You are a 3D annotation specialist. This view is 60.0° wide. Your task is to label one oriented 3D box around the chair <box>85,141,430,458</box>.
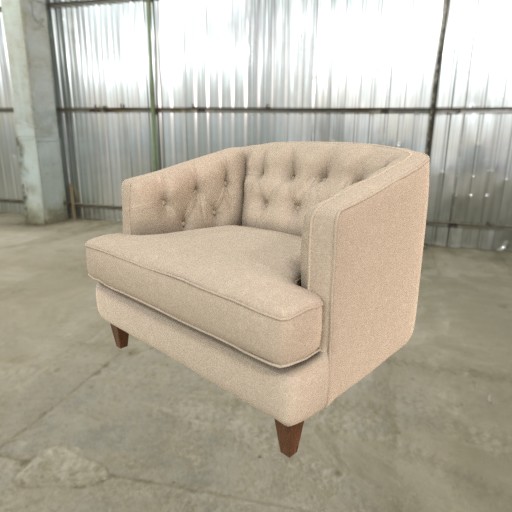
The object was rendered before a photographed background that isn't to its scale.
[{"bbox_3d":[0.000,0.000,1.734,1.104,0.852,0.941,15,22,42],"label":"chair"}]
